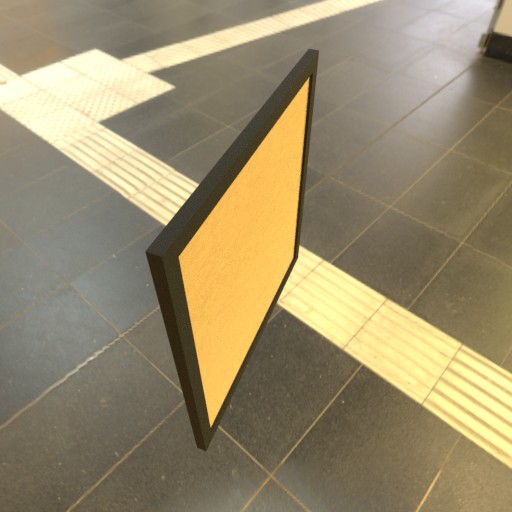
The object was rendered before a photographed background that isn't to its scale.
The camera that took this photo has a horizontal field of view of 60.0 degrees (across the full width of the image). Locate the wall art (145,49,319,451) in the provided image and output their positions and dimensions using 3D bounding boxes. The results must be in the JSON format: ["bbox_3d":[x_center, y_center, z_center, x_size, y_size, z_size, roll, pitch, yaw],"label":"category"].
[{"bbox_3d":[0.000,0.000,0.535,0.013,0.356,0.356,17,49,15],"label":"wall art"}]
